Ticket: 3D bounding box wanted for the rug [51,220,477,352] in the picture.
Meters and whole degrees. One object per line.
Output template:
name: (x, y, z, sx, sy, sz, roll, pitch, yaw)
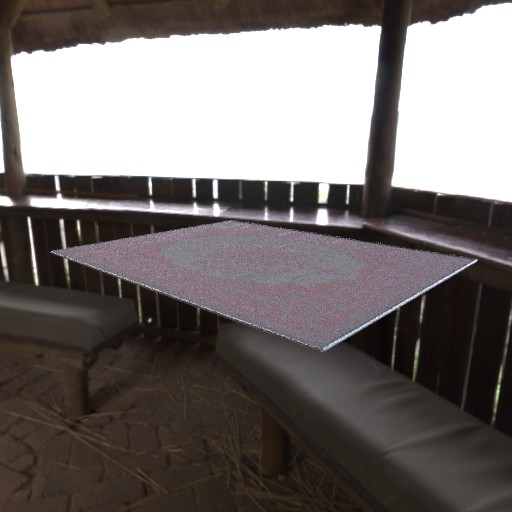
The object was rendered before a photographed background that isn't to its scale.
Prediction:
rug: (0.000, 0.000, 4.096, 3.123, 0.017, 2.447, 13, 19, 41)
